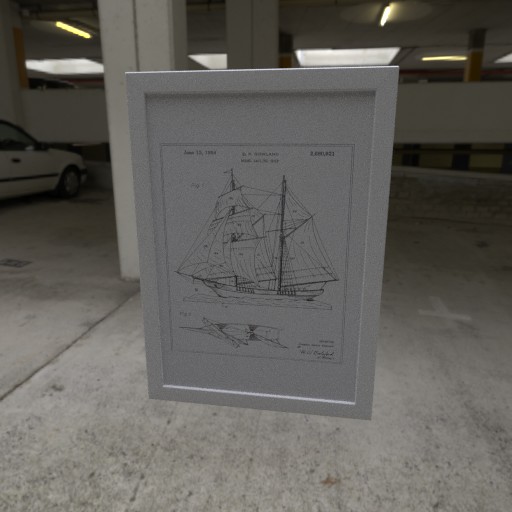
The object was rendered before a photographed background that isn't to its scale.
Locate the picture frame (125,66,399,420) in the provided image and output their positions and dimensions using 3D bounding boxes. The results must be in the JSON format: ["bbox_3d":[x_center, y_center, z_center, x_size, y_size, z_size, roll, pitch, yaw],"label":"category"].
[{"bbox_3d":[0.000,0.000,0.683,0.381,0.534,0.012,2,15,9],"label":"picture frame"}]
